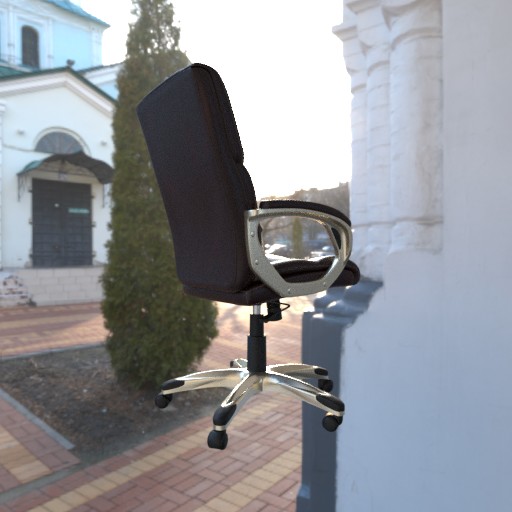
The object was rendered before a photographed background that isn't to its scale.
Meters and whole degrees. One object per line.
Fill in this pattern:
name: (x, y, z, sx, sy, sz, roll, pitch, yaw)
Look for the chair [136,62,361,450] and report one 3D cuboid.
chair: (0.000, 0.000, 1.601, 0.739, 1.107, 0.662, -1, 1, -34)
